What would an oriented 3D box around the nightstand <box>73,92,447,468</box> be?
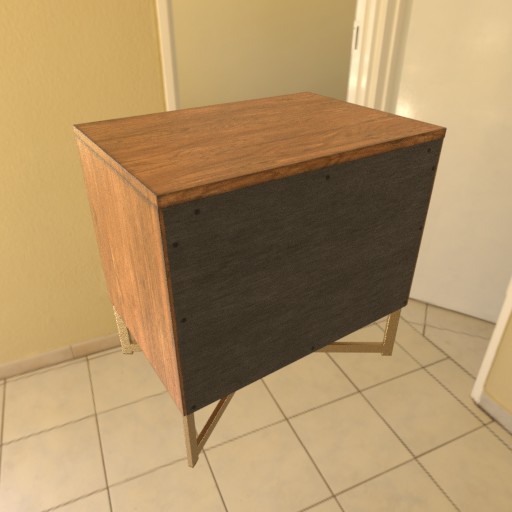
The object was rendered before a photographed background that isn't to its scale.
[{"bbox_3d":[0.000,0.000,1.045,0.610,0.610,0.446,-19,36,-28],"label":"nightstand"}]
